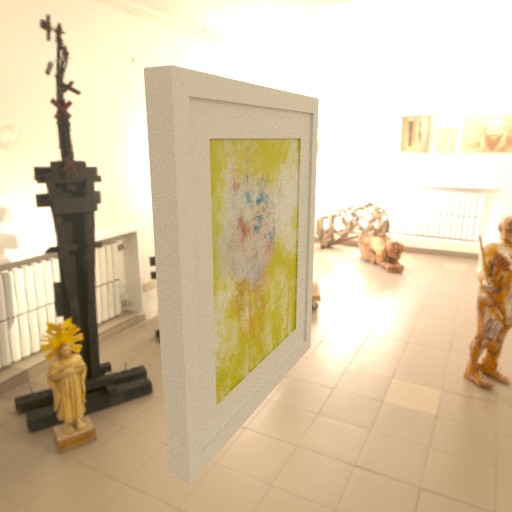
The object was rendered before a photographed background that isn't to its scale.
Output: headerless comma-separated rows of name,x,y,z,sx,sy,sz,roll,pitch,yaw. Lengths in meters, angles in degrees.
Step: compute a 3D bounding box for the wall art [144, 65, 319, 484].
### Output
wall art,0.000,0.000,0.531,0.028,0.381,0.331,8,17,26
